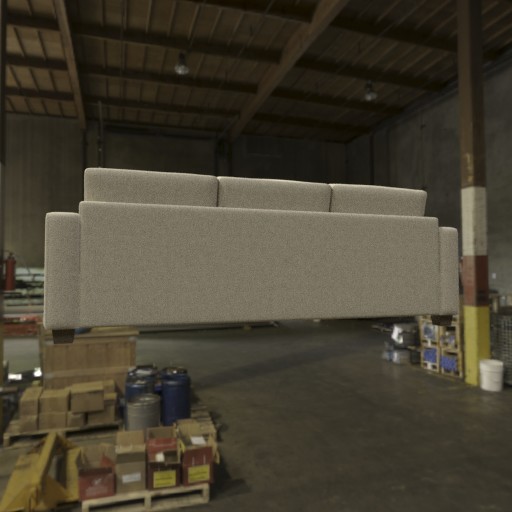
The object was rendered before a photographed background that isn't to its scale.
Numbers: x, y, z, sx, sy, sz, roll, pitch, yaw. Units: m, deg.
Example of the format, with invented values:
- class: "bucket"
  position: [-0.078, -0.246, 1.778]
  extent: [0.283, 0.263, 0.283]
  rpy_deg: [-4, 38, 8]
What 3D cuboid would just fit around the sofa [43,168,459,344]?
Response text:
- class: "sofa"
  position: [0.000, 0.000, 2.607]
  extent: [2.160, 0.800, 0.900]
  rpy_deg: [1, -2, -18]
